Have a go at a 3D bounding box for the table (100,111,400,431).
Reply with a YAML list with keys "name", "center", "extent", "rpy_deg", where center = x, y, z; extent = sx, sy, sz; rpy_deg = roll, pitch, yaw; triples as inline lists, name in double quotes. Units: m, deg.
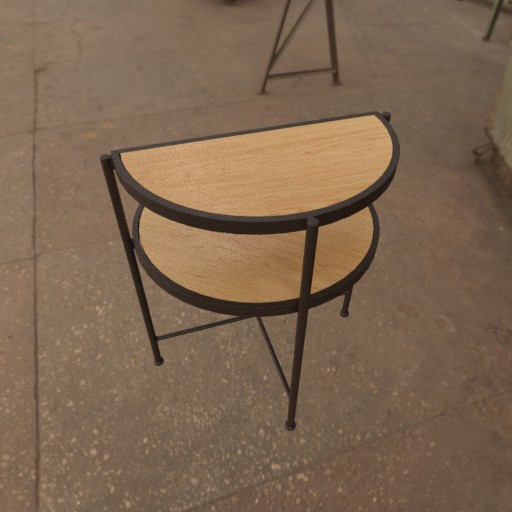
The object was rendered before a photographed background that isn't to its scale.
- name: "table"
  center: [0.000, 0.000, 1.137]
  extent: [0.629, 0.684, 0.628]
  rpy_deg: [-12, 44, -13]
